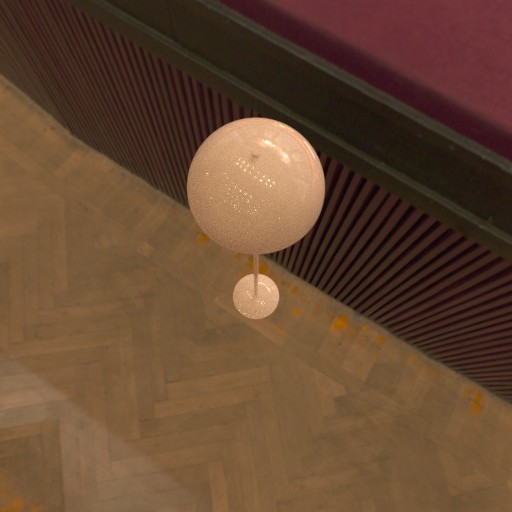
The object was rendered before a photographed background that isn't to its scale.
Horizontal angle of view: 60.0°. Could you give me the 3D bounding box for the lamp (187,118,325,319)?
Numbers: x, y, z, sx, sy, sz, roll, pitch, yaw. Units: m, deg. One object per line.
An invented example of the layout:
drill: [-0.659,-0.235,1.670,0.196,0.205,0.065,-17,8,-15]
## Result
lamp: [0.000,0.000,1.608,0.328,1.480,0.328,33,76,9]
